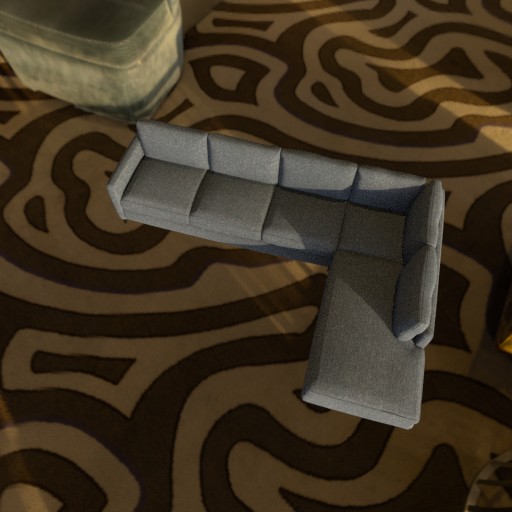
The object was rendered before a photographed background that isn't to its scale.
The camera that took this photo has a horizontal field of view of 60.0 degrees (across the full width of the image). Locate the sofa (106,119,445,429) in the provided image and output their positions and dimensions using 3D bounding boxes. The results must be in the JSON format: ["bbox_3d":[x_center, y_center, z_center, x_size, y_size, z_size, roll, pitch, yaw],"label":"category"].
[{"bbox_3d":[0.000,0.000,3.767,2.949,0.815,2.007,14,60,8],"label":"sofa"}]
